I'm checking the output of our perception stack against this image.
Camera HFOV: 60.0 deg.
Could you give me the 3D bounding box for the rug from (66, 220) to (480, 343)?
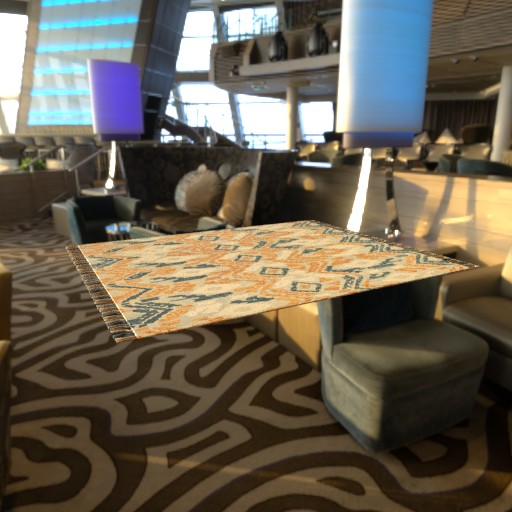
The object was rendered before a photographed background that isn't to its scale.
[{"bbox_3d":[0.000,0.000,4.125,3.048,0.010,2.439,-8,17,-27],"label":"rug"}]
